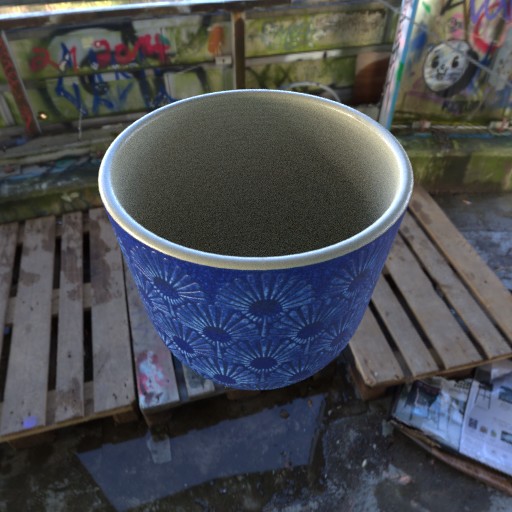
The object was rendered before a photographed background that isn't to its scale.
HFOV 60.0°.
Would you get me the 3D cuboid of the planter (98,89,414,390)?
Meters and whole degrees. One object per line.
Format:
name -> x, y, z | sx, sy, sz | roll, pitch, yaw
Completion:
planter -> 0.000, 0.000, 0.364 | 0.206, 0.190, 0.206 | 0, 45, 0
